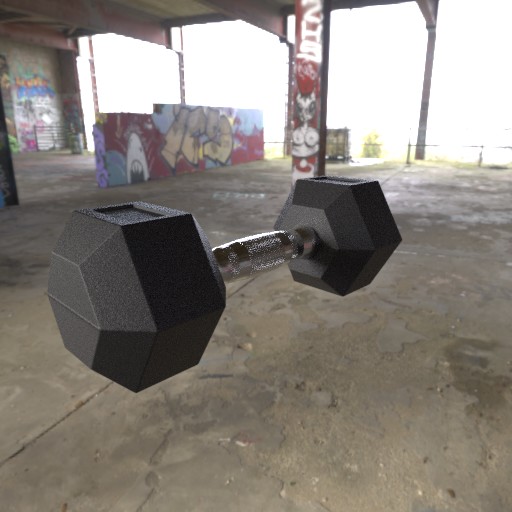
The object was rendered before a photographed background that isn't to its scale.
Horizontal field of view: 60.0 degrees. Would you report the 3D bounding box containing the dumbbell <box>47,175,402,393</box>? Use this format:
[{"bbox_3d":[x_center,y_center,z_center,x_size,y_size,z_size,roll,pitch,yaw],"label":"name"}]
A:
[{"bbox_3d":[0.000,0.000,0.352,0.297,0.101,0.116,-16,23,-42],"label":"dumbbell"}]
